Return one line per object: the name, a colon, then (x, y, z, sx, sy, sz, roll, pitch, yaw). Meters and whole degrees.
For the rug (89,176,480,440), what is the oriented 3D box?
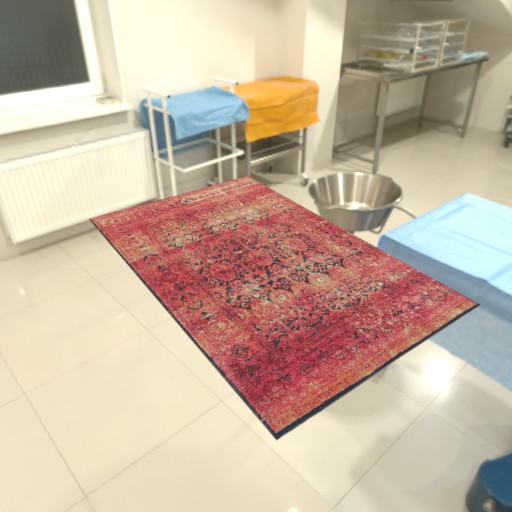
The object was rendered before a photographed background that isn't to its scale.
rug: (0.000, 0.000, 3.086, 1.539, 0.018, 2.449, -21, 38, -29)
